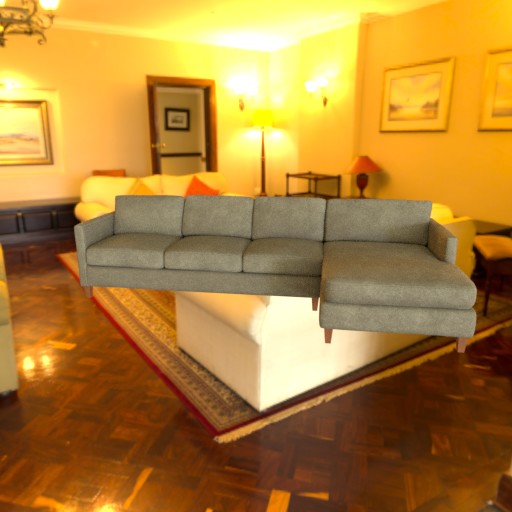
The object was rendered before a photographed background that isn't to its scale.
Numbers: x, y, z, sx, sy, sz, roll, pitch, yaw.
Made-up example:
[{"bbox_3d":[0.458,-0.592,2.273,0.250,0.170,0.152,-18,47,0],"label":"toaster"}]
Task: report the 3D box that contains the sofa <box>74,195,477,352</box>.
[{"bbox_3d":[0.000,0.000,4.098,3.471,0.950,1.604,2,15,8],"label":"sofa"}]
